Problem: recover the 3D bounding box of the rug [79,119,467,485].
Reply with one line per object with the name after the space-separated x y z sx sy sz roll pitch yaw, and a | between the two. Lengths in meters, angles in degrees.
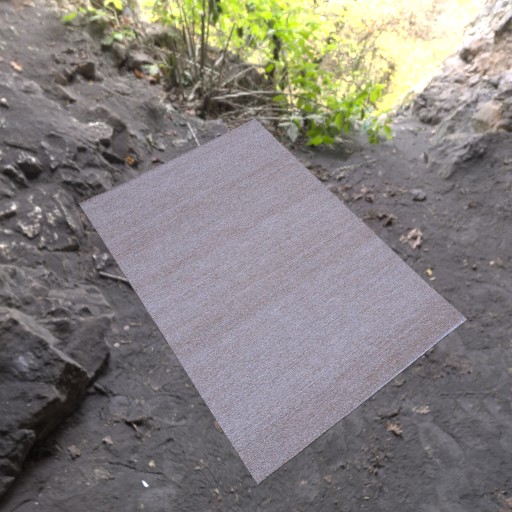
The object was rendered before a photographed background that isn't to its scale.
0.000 0.000 2.997 1.596 0.030 2.283 -31 62 -18 | rug
